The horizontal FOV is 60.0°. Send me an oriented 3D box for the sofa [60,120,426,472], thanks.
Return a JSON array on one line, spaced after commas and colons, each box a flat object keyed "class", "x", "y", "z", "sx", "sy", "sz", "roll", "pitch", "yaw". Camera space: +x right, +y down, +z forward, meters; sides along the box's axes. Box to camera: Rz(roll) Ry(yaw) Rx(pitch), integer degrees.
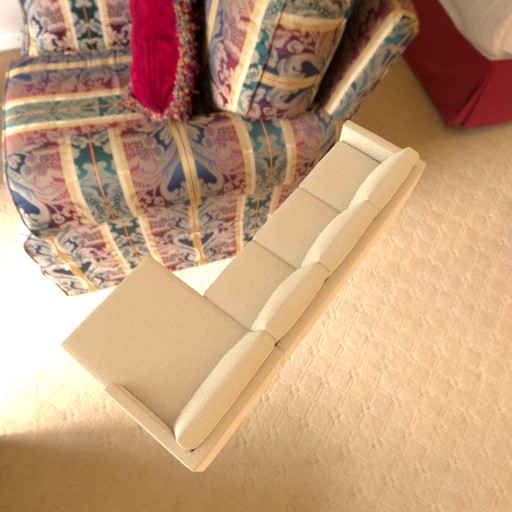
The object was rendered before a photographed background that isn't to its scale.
[{"class": "sofa", "x": 0.000, "y": 0.000, "z": 4.189, "sx": 1.599, "sy": 0.954, "sz": 3.471, "roll": 35, "pitch": 69, "yaw": 16}]
